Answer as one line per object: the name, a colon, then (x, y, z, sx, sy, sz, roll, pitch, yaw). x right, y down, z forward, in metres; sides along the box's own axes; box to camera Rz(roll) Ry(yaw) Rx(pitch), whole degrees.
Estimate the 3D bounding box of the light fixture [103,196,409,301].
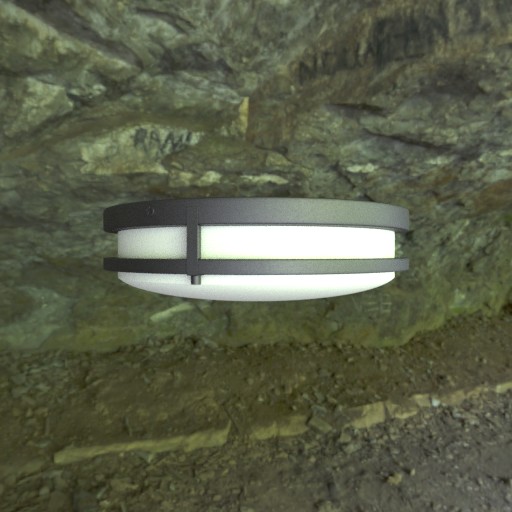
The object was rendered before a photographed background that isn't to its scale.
light fixture: (0.000, 0.000, 0.543, 0.356, 0.102, 0.356, 0, 0, 0)
